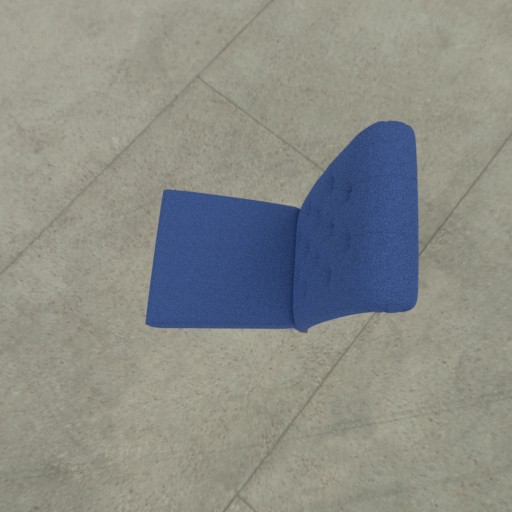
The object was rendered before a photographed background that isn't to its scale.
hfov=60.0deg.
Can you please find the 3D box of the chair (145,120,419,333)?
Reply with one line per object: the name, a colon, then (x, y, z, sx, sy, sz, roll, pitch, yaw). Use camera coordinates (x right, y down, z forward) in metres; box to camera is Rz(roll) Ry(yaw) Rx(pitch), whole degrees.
chair: (0.000, 0.000, 1.368, 0.671, 1.006, 0.456, 4, 76, 1)
